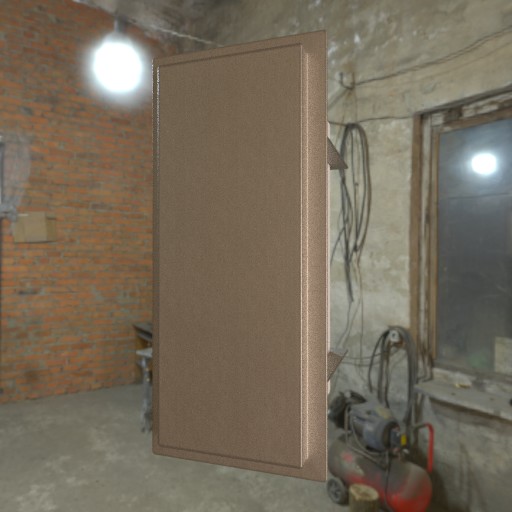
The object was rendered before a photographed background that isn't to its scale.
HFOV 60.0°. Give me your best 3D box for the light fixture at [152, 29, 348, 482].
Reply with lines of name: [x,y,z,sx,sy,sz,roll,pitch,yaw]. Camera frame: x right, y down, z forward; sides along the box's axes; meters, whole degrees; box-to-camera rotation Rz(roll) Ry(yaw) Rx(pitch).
light fixture: [0.000,0.000,0.457,0.168,0.380,0.160,0,0,19]
